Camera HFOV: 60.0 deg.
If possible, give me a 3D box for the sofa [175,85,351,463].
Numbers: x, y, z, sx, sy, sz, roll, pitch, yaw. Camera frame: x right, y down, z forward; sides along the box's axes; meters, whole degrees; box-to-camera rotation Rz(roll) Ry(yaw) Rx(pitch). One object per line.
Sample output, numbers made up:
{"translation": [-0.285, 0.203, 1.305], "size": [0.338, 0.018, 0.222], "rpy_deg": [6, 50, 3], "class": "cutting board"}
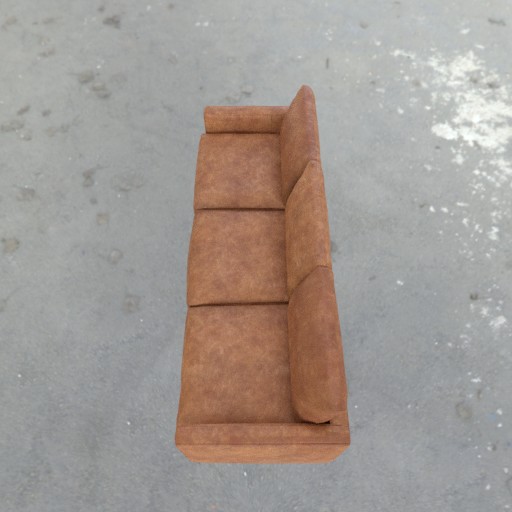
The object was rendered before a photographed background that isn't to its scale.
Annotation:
{"translation": [0.000, 0.000, 2.424], "size": [0.748, 0.863, 2.029], "rpy_deg": [0, 58, 0], "class": "sofa"}
